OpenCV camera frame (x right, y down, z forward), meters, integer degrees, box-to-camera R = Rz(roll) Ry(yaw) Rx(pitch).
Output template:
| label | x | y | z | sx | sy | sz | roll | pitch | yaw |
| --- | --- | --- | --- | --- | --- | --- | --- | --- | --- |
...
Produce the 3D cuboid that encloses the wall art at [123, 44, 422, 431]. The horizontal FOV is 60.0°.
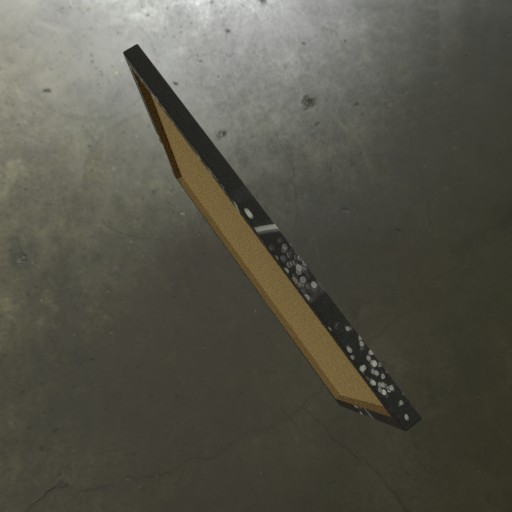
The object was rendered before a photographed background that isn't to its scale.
| label | x | y | z | sx | sy | sz | roll | pitch | yaw |
| --- | --- | --- | --- | --- | --- | --- | --- | --- | --- |
| wall art | 0.000 | 0.000 | 1.130 | 0.038 | 0.609 | 0.914 | -35 | 78 | -8 |
